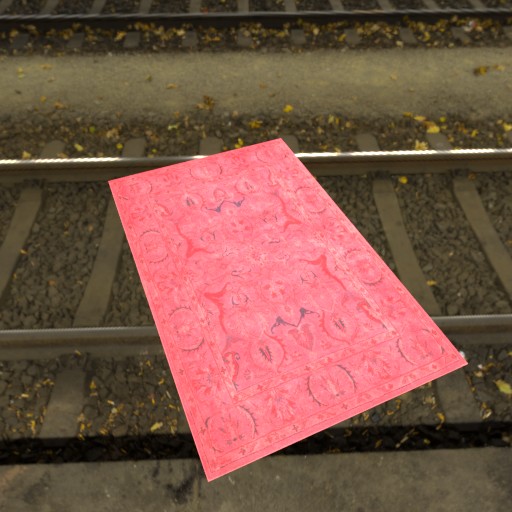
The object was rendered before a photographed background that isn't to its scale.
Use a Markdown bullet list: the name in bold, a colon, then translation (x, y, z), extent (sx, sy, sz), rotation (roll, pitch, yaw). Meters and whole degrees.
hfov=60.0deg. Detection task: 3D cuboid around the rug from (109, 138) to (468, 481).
- **rug**: translation (0.000, 0.000, 3.016), extent (1.534, 0.010, 2.423), rotation (-18, 50, -15)
